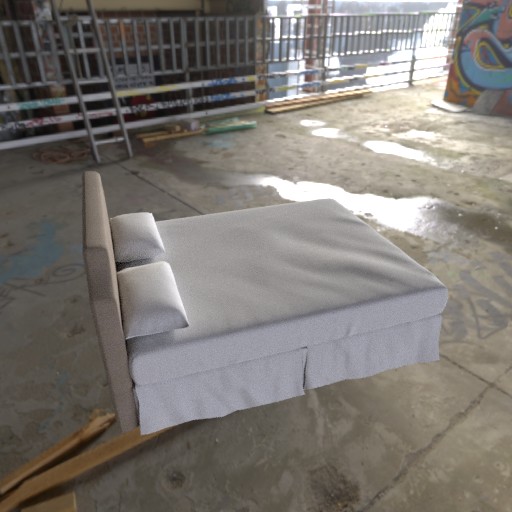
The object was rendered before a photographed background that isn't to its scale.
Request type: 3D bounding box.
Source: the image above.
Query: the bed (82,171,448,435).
[{"bbox_3d":[0.000,0.000,3.661,2.498,1.293,1.977,-10,31,-16],"label":"bed"}]
